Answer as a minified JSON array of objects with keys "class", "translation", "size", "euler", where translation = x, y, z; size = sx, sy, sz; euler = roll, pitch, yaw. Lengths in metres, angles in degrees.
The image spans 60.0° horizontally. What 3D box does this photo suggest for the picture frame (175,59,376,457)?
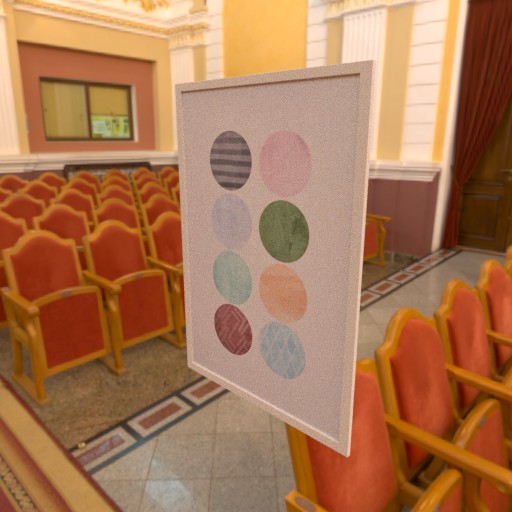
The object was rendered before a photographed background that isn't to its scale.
[{"class":"picture frame","translation":[0.000,0.000,1.232],"size":[0.659,0.940,0.013],"euler":[14,21,42]}]
